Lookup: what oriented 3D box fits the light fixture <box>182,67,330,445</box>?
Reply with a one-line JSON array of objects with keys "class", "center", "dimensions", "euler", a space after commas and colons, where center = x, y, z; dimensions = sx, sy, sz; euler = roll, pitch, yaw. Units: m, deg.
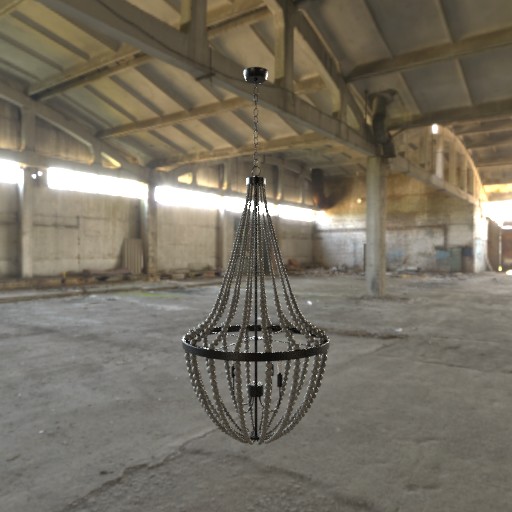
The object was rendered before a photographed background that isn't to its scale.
[{"class": "light fixture", "center": [0.000, 0.000, 1.369], "dimensions": [0.450, 1.133, 0.450], "euler": [0, 0, 0]}]
